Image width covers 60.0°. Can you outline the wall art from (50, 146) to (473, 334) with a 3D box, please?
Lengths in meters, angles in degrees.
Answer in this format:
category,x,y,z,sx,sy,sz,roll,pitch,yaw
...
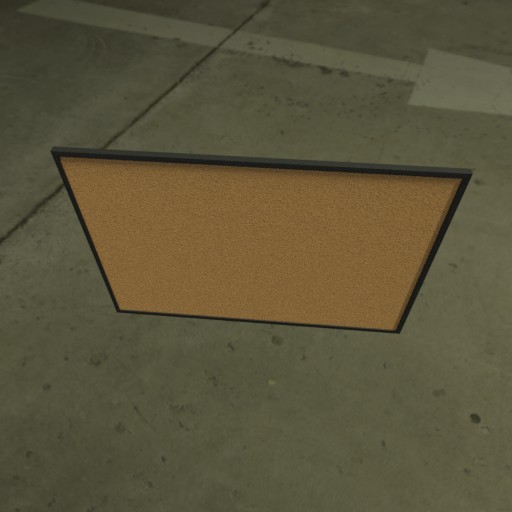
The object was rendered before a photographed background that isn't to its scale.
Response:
category,x,y,z,sx,sy,sz,roll,pitch,yaw
wall art,0.000,0.000,0.870,0.664,0.458,0.013,4,49,3
